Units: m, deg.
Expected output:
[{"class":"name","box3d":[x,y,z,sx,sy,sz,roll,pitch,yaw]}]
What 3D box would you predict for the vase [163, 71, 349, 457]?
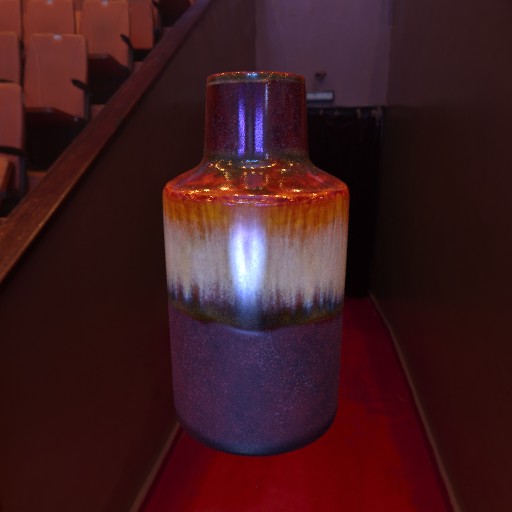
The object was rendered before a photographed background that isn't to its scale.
[{"class":"vase","box3d":[0.000,0.000,0.270,0.108,0.204,0.108,0,16,0]}]
